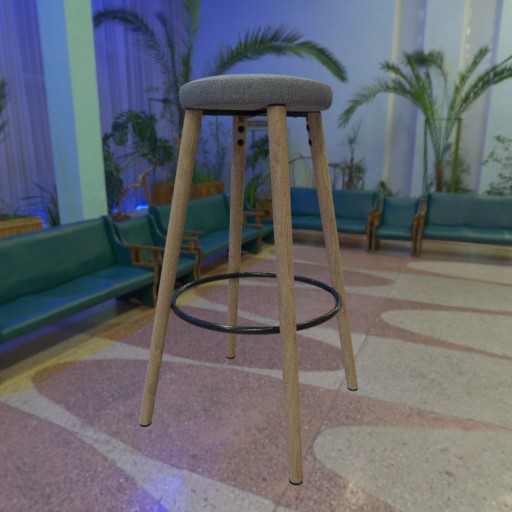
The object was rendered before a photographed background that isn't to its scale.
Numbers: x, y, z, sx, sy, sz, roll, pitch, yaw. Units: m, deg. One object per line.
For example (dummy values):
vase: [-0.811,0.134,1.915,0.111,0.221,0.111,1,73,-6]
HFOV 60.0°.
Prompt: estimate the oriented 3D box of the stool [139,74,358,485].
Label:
stool: [0.000,0.000,1.019,0.410,0.770,0.410,7,16,27]
